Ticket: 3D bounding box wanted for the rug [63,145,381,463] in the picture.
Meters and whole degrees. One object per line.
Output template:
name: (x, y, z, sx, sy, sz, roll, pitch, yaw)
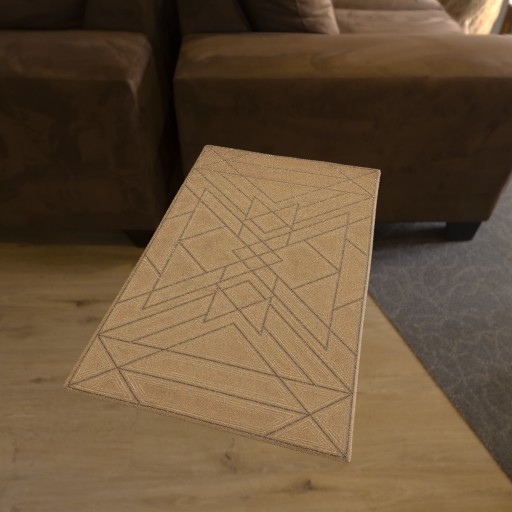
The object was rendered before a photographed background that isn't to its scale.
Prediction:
rug: (0.000, 0.000, 3.101, 1.575, 0.023, 2.459, 11, 48, 10)
